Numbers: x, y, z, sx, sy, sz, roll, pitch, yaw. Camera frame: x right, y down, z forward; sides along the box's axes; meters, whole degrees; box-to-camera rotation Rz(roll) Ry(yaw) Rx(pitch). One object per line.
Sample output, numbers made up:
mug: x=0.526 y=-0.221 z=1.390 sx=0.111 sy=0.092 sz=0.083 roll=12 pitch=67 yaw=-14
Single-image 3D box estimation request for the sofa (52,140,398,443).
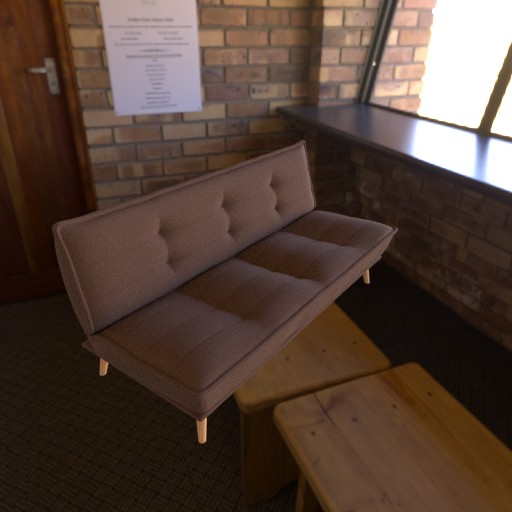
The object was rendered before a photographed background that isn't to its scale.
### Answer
sofa: x=0.000 y=0.000 z=2.502 sx=0.950 sy=0.890 sz=1.940 roll=19 pitch=32 yaw=32
